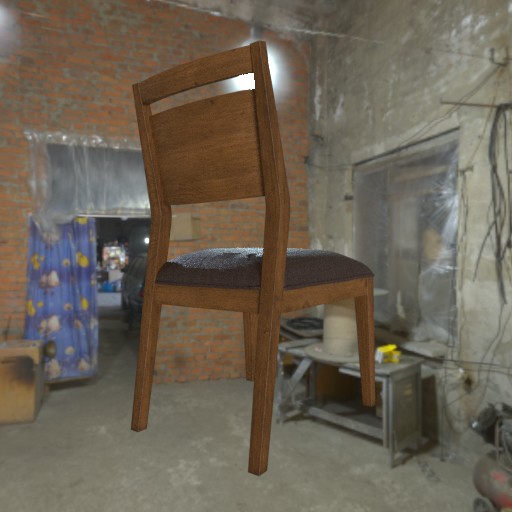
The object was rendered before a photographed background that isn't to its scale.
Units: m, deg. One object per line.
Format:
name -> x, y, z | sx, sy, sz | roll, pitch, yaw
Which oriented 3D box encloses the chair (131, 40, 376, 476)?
chair -> 0.000, 0.000, 1.299 | 0.501, 0.939, 0.610 | 0, 0, 36
